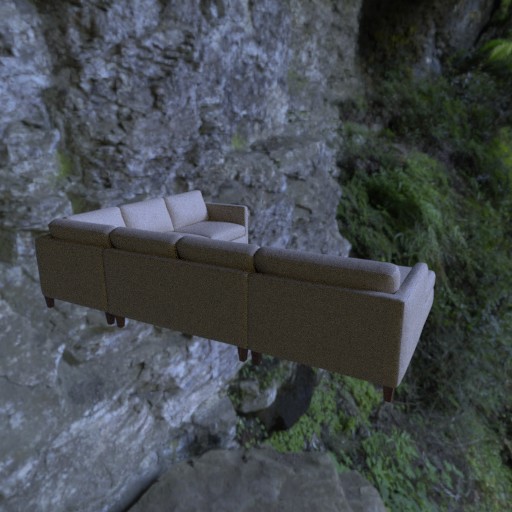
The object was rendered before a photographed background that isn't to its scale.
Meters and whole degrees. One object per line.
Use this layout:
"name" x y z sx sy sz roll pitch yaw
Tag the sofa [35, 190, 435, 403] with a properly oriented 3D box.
"sofa" 0.000 0.000 4.492 3.403 0.889 2.551 8 18 27
